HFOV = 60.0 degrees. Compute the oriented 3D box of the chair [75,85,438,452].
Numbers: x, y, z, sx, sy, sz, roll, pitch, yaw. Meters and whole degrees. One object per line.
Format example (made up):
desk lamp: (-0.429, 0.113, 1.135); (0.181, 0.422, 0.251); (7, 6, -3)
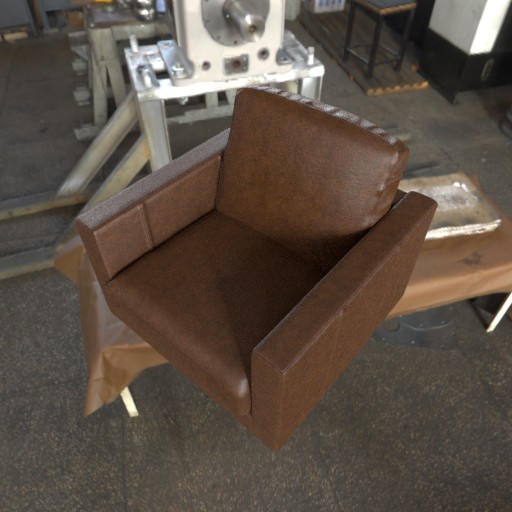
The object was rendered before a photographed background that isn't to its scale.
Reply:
chair: (0.000, 0.000, 1.638); (0.890, 0.956, 0.909); (32, 54, 27)
